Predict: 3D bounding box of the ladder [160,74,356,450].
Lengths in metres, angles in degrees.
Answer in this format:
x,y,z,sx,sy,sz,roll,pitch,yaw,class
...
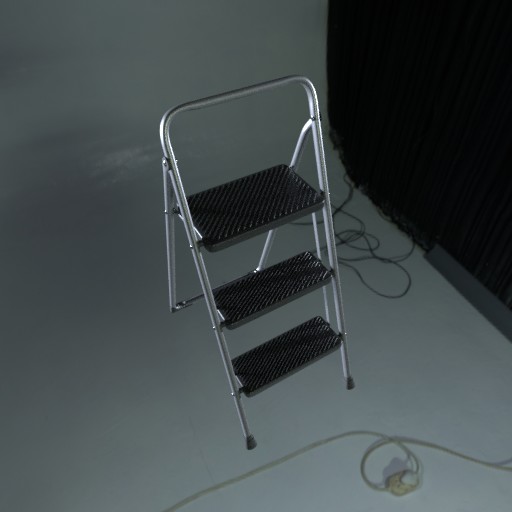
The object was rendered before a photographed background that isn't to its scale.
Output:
x,y,z,sx,sy,sz,roll,pitch,yaw,class
0.000,0.000,1.289,0.430,0.945,0.629,-23,50,-21,ladder
